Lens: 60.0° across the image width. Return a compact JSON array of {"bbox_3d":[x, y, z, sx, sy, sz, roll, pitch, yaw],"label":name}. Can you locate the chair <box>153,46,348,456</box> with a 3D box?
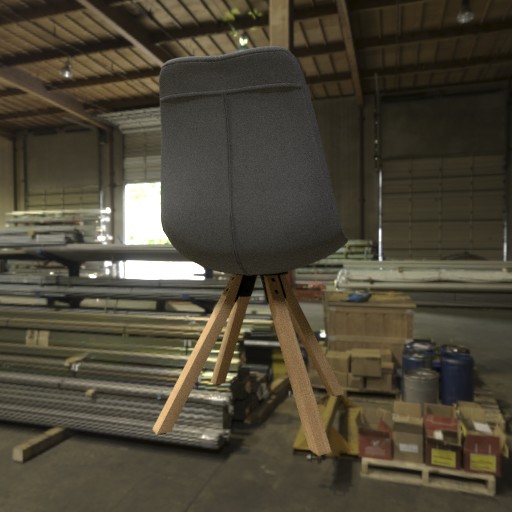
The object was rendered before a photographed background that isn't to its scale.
[{"bbox_3d":[0.000,0.000,1.183,0.474,0.863,0.549,0,2,16],"label":"chair"}]
